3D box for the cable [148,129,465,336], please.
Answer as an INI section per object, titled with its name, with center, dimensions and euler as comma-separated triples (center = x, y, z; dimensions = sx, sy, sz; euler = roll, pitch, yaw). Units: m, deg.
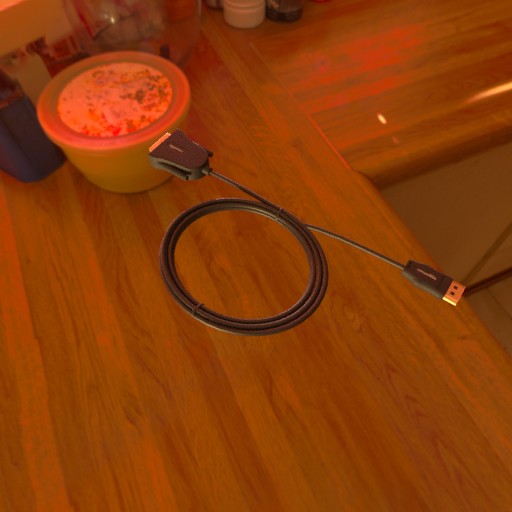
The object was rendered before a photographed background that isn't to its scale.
[cable]
center = 0.000, 0.000, 0.340
dimensions = 0.281, 0.015, 0.136
euler = 31, 63, 18
